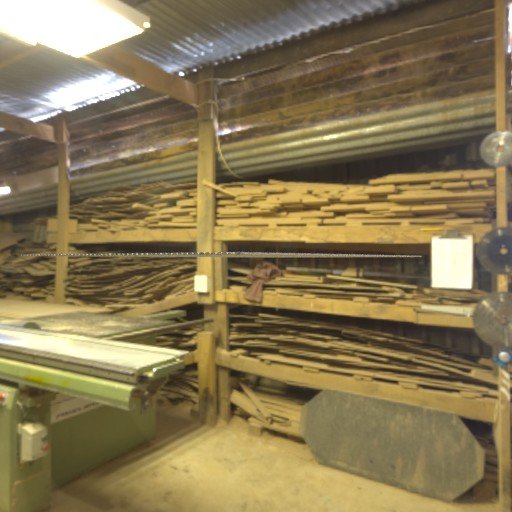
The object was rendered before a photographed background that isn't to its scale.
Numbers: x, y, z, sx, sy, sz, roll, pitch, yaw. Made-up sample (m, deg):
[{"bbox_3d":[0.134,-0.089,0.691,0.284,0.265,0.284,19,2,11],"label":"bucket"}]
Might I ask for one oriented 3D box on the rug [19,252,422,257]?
[{"bbox_3d":[0.000,0.000,3.027,1.524,0.010,2.438,0,-1,36],"label":"rug"}]
